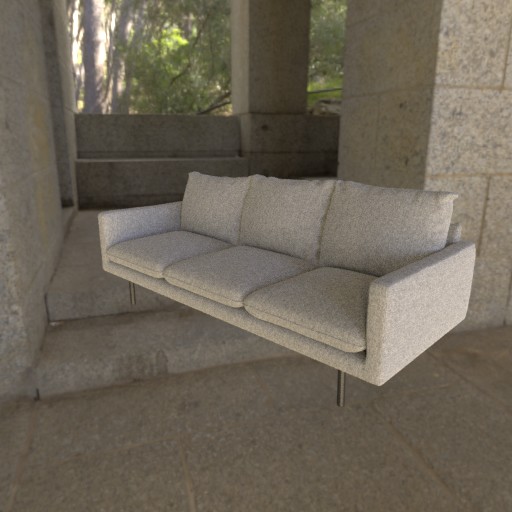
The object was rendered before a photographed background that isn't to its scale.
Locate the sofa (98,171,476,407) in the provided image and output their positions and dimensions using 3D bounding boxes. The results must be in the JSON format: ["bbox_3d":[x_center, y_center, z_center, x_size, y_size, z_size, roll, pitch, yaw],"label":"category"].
[{"bbox_3d":[0.000,0.000,2.441,2.000,0.830,0.850,15,21,42],"label":"sofa"}]
